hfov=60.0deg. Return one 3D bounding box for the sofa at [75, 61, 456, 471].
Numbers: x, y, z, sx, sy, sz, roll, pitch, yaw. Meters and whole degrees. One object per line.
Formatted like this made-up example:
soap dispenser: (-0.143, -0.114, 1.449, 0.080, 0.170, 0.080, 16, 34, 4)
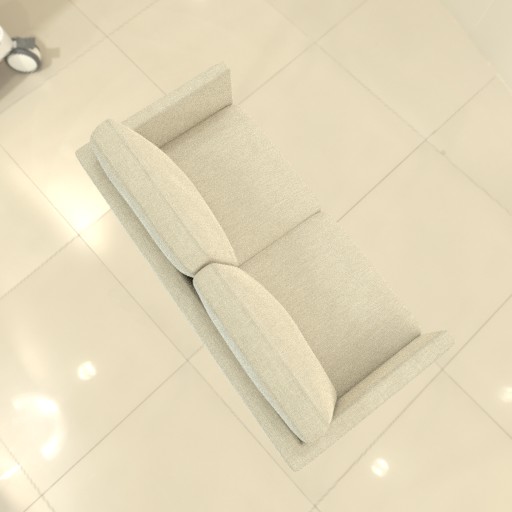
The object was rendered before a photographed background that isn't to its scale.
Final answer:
sofa: (0.000, 0.000, 2.357, 0.950, 0.963, 1.838, -35, 78, -9)
